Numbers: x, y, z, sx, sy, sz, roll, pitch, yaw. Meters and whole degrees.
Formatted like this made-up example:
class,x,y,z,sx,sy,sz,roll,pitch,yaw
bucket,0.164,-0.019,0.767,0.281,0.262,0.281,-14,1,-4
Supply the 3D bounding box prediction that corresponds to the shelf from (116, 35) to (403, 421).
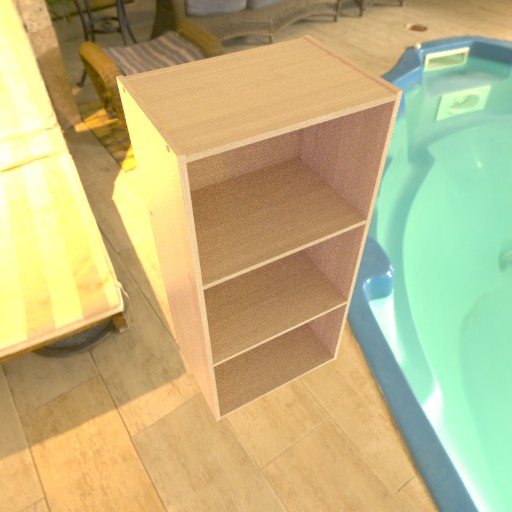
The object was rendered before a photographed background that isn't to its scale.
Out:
class,x,y,z,sx,sy,sz,roll,pitch,yaw
shelf,0.000,0.000,1.095,0.417,0.876,0.292,-22,50,-20
